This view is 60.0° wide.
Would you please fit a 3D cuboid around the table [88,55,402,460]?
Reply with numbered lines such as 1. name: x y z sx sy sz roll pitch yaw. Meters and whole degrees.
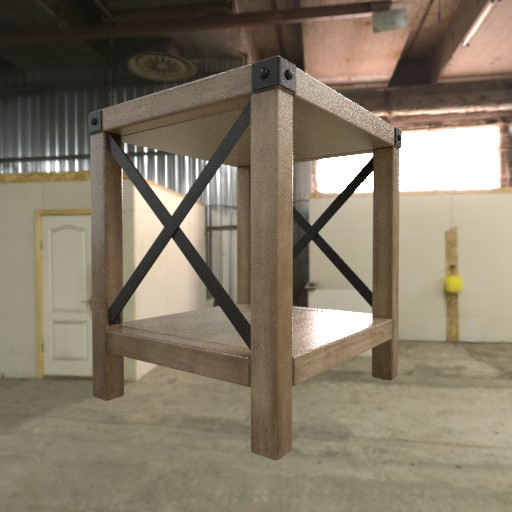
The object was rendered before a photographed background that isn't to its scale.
1. table: 0.000 0.000 0.931 0.459 0.561 0.510 1 2 37
